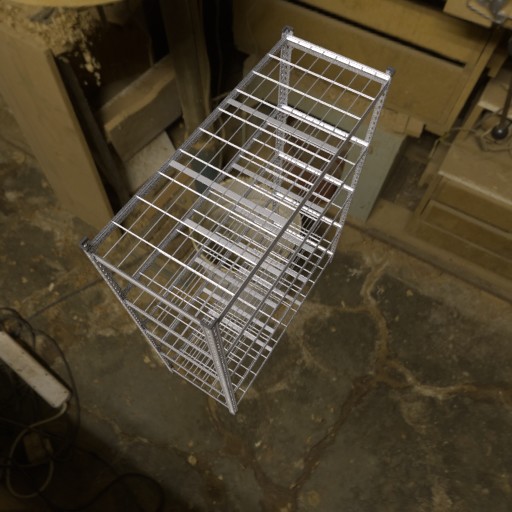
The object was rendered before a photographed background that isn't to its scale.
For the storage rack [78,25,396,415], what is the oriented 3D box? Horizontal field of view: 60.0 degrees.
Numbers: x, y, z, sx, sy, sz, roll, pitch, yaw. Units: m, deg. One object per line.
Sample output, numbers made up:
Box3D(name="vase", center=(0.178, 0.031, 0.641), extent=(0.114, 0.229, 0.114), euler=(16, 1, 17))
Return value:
Box3D(name="storage rack", center=(0.000, 0.000, 2.752), extent=(0.610, 1.981, 1.524), euler=(30, 66, 15))
